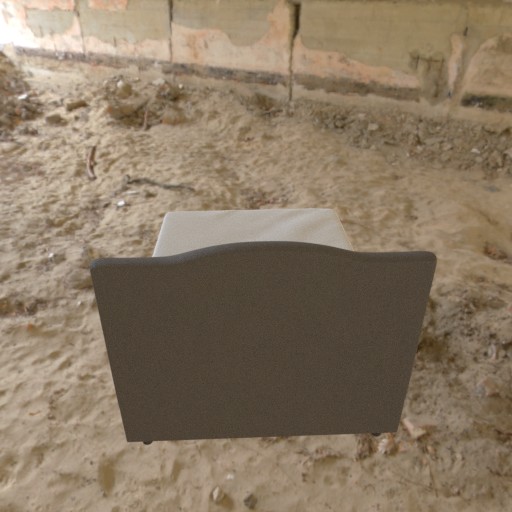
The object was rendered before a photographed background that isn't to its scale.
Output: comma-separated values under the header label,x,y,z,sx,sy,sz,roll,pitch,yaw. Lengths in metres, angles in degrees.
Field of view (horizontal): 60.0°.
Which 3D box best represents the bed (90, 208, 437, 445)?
label,x,y,z,sx,sy,sz,roll,pitch,yaw
bed,0.000,0.000,3.433,1.821,1.436,2.282,-1,31,-2
